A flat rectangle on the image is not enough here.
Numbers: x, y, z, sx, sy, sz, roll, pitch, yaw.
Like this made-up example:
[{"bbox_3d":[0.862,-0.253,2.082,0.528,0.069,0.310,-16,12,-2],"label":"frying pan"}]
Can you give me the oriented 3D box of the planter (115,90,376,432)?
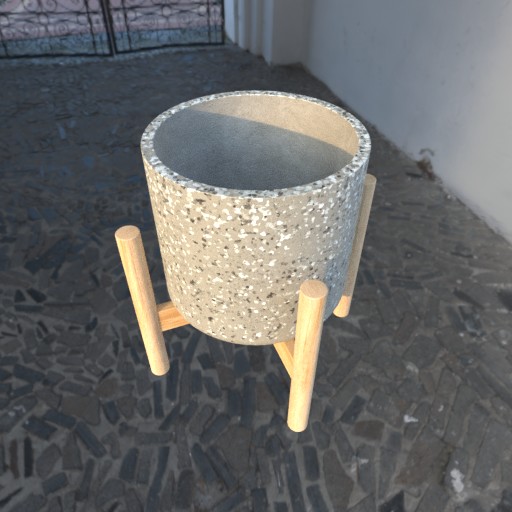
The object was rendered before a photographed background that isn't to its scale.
[{"bbox_3d":[0.000,0.000,0.541,0.284,0.320,0.284,1,42,1],"label":"planter"}]
